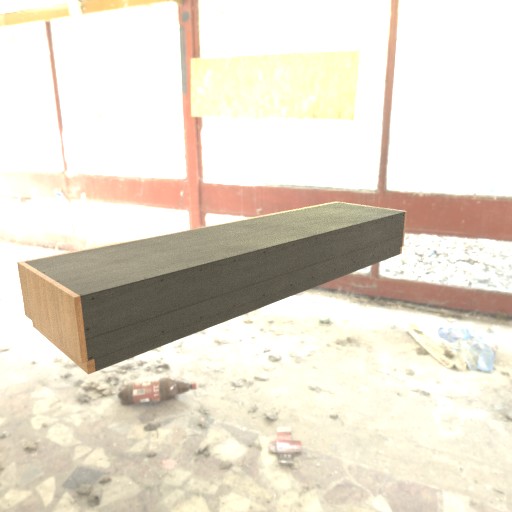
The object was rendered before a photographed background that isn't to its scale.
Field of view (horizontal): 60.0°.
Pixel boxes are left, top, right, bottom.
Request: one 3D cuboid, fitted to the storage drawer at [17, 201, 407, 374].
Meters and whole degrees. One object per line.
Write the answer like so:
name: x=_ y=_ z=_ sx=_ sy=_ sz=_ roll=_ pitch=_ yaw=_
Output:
storage drawer: x=0.000 y=0.000 z=2.215 sx=2.032 sy=0.264 sz=0.538 roll=-15 pitch=22 yaw=-42
